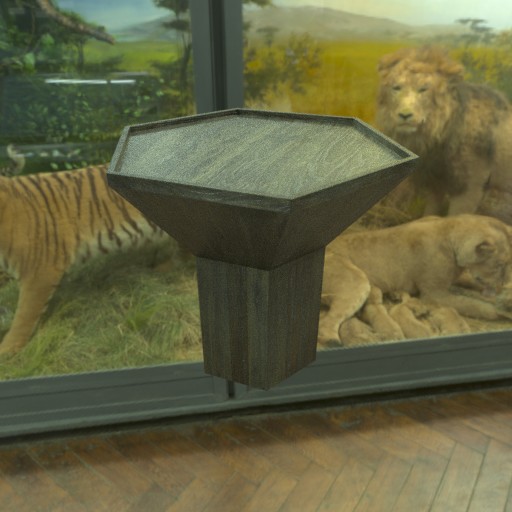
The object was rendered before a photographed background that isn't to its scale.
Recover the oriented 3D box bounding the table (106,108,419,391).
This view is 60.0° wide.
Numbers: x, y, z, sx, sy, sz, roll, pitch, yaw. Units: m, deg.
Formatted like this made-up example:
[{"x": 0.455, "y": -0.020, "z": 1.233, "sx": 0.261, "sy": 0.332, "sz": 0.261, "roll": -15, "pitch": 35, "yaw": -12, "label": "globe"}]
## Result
[{"x": 0.000, "y": 0.000, "z": 1.117, "sx": 0.683, "sy": 0.586, "sz": 0.592, "roll": -22, "pitch": 36, "yaw": -33, "label": "table"}]
